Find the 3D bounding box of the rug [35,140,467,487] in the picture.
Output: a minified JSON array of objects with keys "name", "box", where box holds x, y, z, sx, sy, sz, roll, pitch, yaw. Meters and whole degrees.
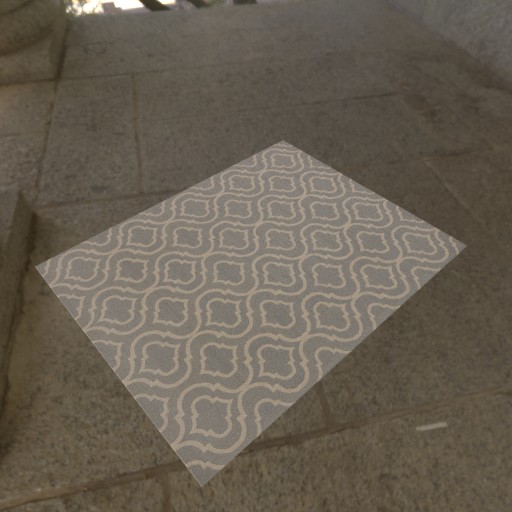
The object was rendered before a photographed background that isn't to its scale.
[{"name":"rug","box":[0.000,0.000,3.776,2.892,0.006,2.283,-33,55,-28]}]
